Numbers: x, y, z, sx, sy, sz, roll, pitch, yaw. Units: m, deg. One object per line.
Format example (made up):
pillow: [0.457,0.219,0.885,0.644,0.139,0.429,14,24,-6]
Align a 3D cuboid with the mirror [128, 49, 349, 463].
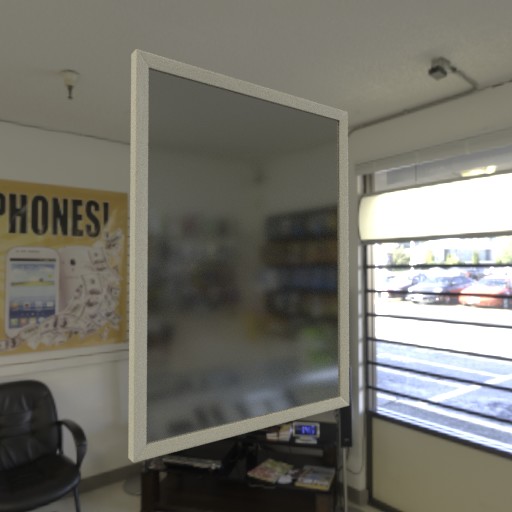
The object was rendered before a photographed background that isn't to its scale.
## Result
mirror: [0.000,0.000,1.326,0.762,1.016,0.040,1,-2,-36]
